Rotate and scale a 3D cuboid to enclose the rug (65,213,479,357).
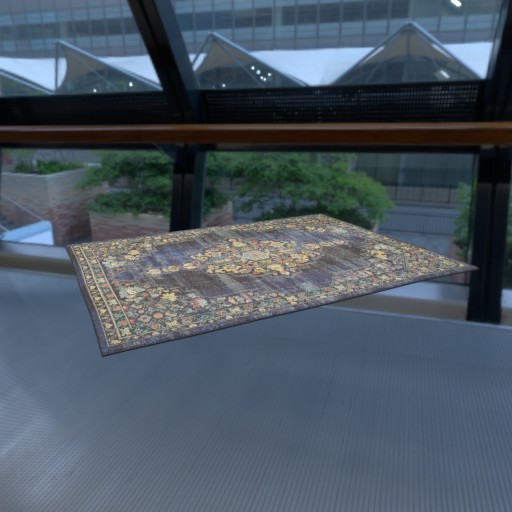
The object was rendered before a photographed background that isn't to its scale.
[{"bbox_3d":[0.000,0.000,4.766,3.612,0.035,2.716,-9,20,-26],"label":"rug"}]
